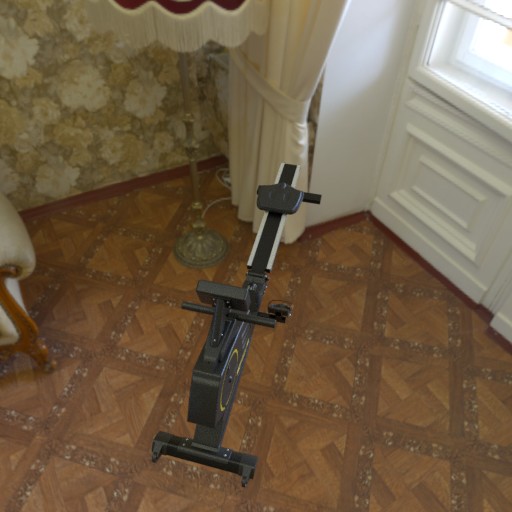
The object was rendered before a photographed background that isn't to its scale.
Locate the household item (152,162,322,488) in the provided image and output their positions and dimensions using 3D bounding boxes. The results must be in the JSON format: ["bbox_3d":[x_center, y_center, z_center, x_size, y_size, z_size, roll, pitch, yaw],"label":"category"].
[{"bbox_3d":[0.000,0.000,2.600,0.521,0.810,2.251,10,47,10],"label":"household item"}]
